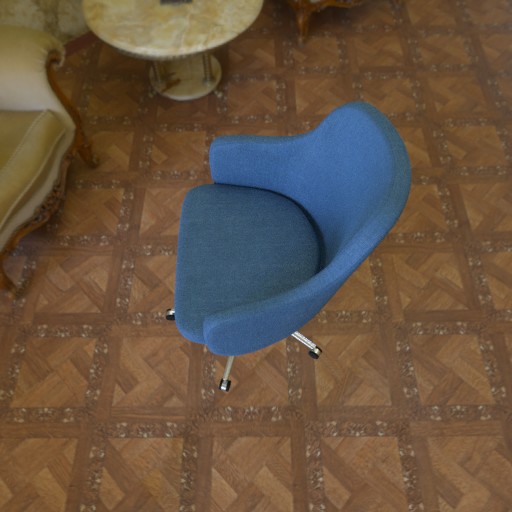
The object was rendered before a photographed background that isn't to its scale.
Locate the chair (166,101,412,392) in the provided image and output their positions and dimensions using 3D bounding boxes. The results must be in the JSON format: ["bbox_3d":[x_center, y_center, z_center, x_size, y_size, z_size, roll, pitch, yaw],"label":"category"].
[{"bbox_3d":[0.000,0.000,1.287,0.655,0.820,0.599,-1,59,-1],"label":"chair"}]
